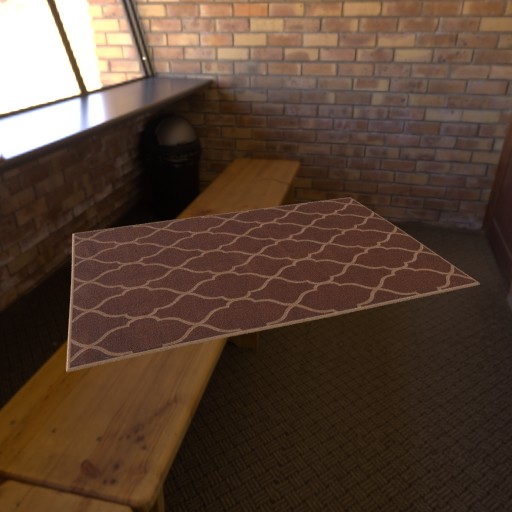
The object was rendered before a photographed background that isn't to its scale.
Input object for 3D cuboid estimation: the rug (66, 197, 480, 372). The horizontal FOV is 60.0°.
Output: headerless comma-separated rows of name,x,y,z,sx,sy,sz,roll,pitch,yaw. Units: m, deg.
rug,0.000,0.000,2.914,2.290,0.014,1.526,-9,29,-17
